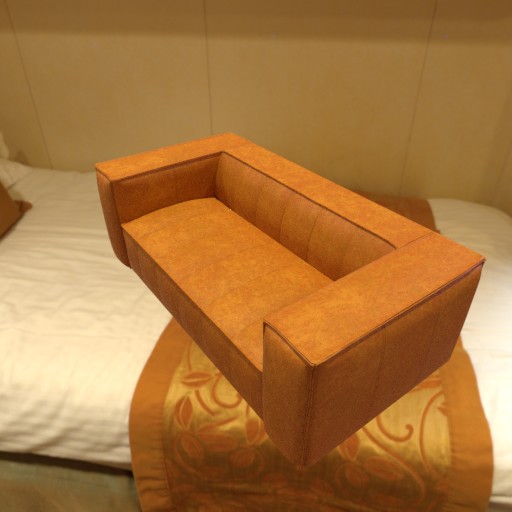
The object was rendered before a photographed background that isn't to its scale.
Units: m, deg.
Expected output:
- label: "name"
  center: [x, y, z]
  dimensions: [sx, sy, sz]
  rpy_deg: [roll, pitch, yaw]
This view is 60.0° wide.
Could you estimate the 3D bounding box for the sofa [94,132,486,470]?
- label: "sofa"
  center: [0.000, 0.000, 2.555]
  dimensions: [1.102, 0.703, 2.088]
  rpy_deg: [-23, 41, -29]
